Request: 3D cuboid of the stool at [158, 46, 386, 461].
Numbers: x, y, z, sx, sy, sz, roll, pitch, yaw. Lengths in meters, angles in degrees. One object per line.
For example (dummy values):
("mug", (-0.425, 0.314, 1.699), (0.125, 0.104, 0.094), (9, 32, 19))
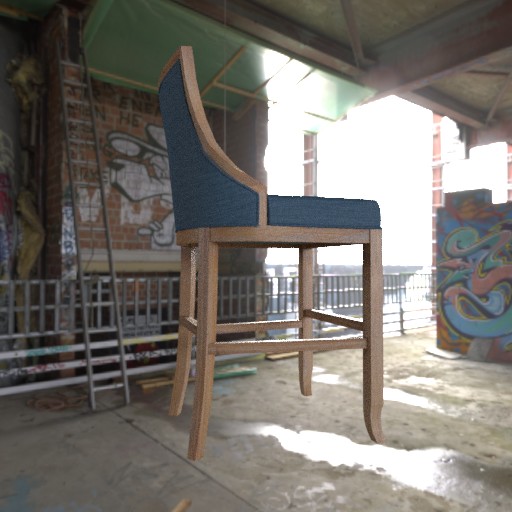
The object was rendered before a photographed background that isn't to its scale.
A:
("stool", (0.000, 0.000, 1.449), (0.626, 1.101, 0.524), (0, -1, -19))
